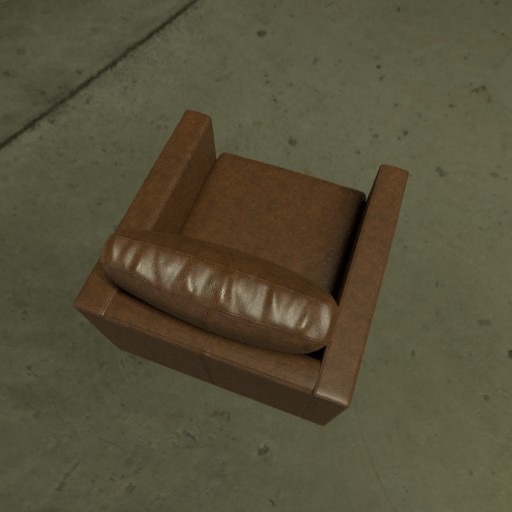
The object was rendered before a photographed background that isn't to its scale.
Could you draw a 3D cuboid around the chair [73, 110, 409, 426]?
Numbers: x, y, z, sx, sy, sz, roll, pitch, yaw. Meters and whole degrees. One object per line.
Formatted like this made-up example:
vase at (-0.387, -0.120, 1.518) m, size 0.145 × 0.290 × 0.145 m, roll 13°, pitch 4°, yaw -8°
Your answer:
chair at (0.000, 0.000, 1.680) m, size 0.890 × 0.956 × 0.909 m, roll 18°, pitch 65°, yaw 9°
